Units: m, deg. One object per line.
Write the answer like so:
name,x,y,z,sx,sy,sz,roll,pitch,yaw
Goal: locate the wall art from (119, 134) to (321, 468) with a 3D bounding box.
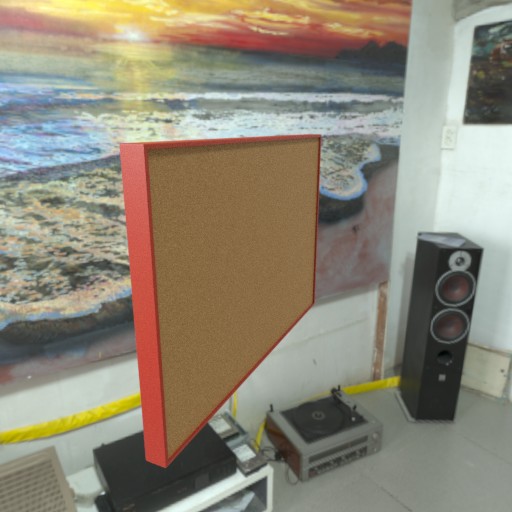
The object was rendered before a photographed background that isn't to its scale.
wall art,0.000,0.000,0.782,0.033,0.405,0.607,8,18,24
